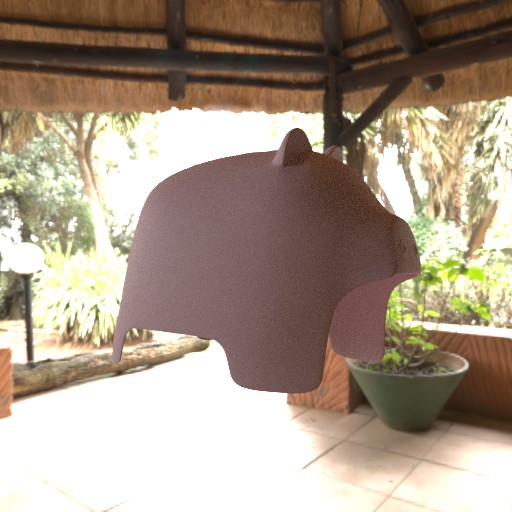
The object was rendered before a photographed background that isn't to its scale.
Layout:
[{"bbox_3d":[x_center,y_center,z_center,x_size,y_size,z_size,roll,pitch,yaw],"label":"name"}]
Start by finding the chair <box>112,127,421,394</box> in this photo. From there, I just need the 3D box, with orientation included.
[{"bbox_3d":[0.000,0.000,0.881,0.619,0.423,0.364,-1,-2,38],"label":"chair"}]
